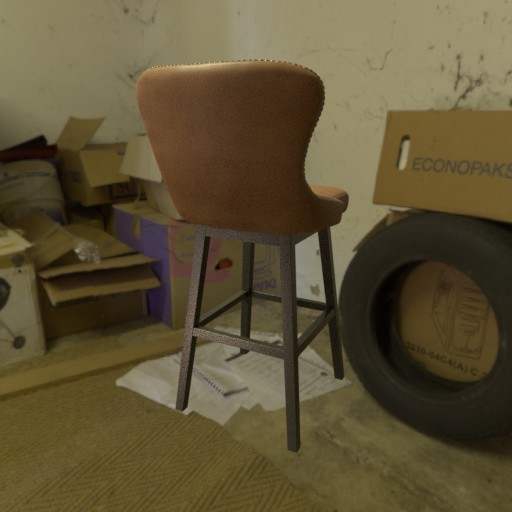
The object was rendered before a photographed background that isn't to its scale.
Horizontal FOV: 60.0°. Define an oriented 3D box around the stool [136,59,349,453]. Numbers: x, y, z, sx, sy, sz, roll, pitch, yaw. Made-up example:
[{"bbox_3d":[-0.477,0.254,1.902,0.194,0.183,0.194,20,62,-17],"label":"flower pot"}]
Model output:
[{"bbox_3d":[0.000,0.000,1.375,0.528,1.050,0.601,9,19,27],"label":"stool"}]
